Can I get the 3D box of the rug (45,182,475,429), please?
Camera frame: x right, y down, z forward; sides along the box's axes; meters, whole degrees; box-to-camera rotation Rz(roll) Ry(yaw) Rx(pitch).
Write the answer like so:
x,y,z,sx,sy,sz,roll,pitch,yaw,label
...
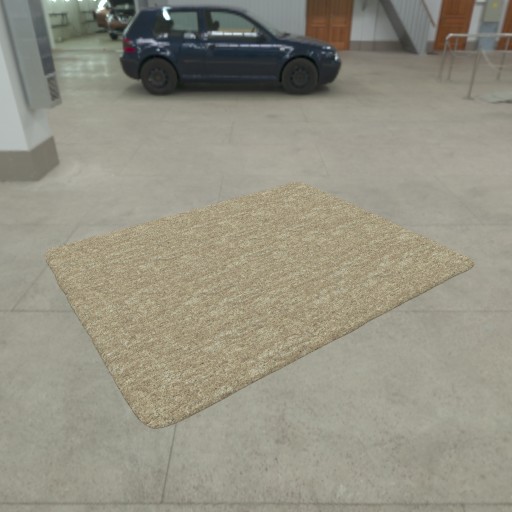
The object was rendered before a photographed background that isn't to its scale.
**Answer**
x,y,z,sx,sy,sz,roll,pitch,yaw,label
0.000,0.000,3.651,2.873,0.050,2.242,-20,36,-30,rug
